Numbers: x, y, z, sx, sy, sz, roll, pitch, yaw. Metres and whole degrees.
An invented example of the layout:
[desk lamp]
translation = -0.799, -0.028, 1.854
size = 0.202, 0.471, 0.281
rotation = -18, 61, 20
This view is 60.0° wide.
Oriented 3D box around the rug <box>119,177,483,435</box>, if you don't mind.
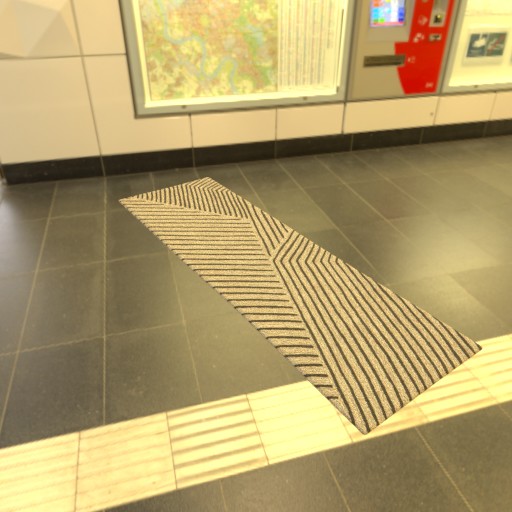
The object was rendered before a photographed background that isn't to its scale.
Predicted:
[rug]
translation = 0.000, 0.000, 2.635
size = 0.773, 0.020, 2.439
rotation = -21, 38, -29
